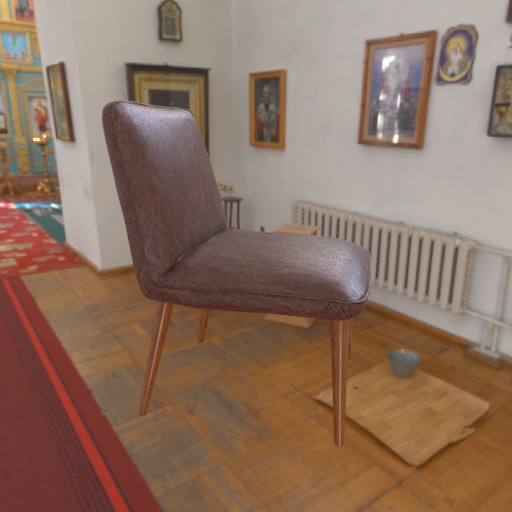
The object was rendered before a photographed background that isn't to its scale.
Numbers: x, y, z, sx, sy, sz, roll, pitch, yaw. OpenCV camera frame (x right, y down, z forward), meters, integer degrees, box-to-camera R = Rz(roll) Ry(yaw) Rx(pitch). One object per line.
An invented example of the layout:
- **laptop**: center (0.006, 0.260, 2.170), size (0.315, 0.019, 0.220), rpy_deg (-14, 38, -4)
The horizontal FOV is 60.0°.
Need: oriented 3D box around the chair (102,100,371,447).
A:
- **chair**: center (0.000, 0.000, 1.234), size (0.645, 0.803, 0.543), rpy_deg (2, 16, 9)
